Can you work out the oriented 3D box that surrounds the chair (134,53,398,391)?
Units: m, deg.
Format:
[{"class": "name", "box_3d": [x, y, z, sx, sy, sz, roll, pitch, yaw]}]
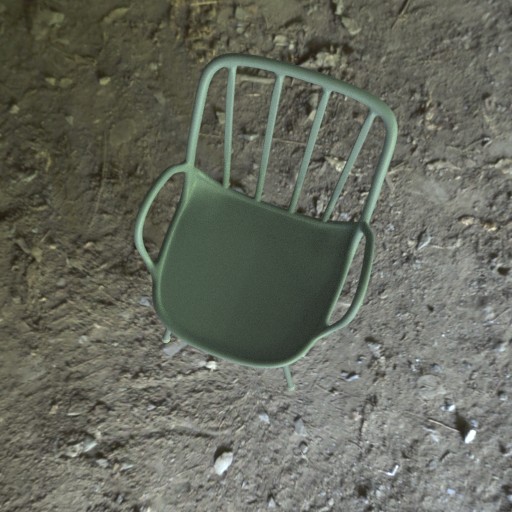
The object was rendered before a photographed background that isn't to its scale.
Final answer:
[{"class": "chair", "box_3d": [0.000, 0.000, 1.200, 0.549, 0.816, 0.597, 20, 76, 5]}]
